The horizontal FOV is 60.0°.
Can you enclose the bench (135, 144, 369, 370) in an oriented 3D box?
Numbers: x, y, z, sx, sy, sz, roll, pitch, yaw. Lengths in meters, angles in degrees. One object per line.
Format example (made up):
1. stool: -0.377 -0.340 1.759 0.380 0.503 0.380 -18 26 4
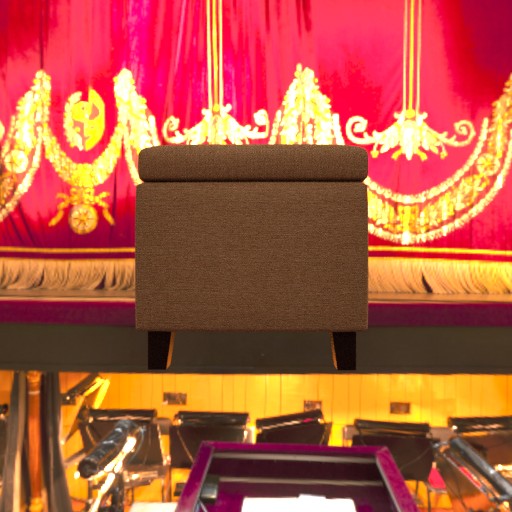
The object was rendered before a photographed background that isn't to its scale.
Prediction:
1. bench: 0.000 0.000 1.452 0.446 0.438 1.269 0 0 1
